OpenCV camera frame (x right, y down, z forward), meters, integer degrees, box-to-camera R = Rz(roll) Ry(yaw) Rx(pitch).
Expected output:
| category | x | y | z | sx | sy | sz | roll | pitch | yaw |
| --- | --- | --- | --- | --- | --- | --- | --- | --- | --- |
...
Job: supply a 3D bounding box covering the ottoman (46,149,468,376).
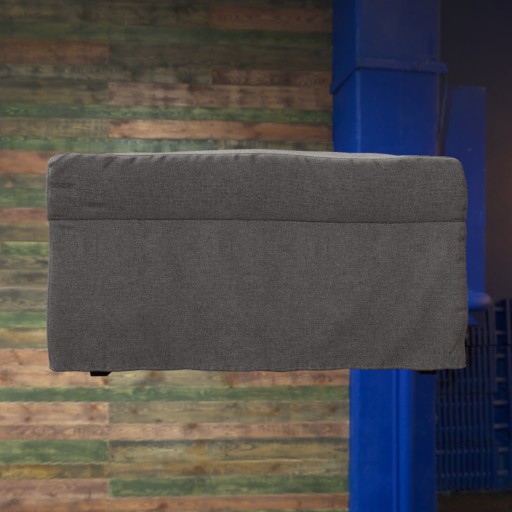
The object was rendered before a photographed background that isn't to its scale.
| category | x | y | z | sx | sy | sz | roll | pitch | yaw |
| --- | --- | --- | --- | --- | --- | --- | --- | --- | --- |
| ottoman | 0.000 | 0.000 | 1.171 | 0.833 | 0.492 | 0.652 | 0 | 0 | -1 |
